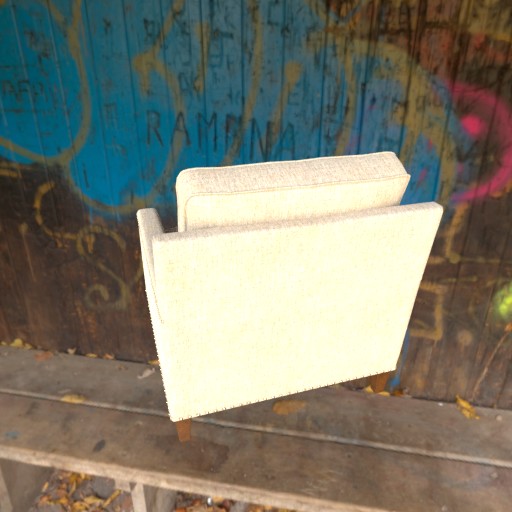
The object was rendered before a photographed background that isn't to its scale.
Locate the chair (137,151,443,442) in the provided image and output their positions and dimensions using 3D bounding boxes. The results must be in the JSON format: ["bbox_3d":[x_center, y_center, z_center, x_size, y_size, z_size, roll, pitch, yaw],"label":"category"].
[{"bbox_3d":[0.000,0.000,1.759,0.853,0.943,1.014,-8,27,-16],"label":"chair"}]
